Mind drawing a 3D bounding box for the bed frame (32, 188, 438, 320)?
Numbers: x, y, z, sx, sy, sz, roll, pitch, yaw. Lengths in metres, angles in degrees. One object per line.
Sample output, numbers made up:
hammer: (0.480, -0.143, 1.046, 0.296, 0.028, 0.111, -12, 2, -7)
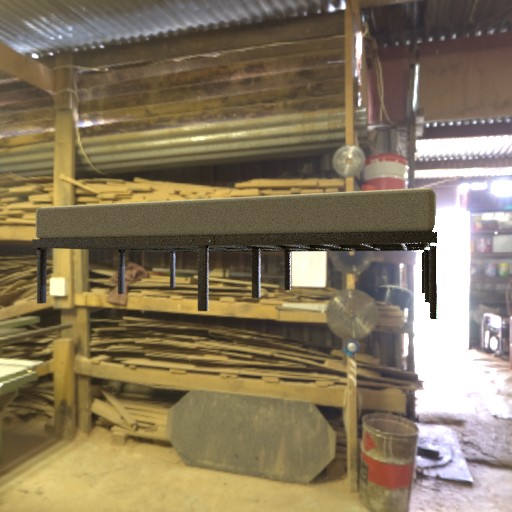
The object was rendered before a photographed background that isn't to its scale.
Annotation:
bed frame: (0.000, 0.000, 3.594, 2.635, 0.680, 1.990, 0, -1, 19)
